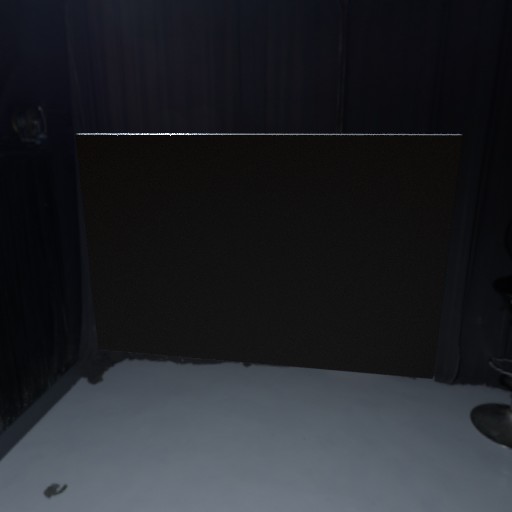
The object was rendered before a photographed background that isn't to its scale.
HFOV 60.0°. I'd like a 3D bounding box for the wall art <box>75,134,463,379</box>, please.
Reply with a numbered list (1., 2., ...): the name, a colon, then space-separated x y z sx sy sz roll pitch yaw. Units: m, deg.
1. wall art: 0.000 0.000 1.152 0.932 0.610 0.027 3 16 9
